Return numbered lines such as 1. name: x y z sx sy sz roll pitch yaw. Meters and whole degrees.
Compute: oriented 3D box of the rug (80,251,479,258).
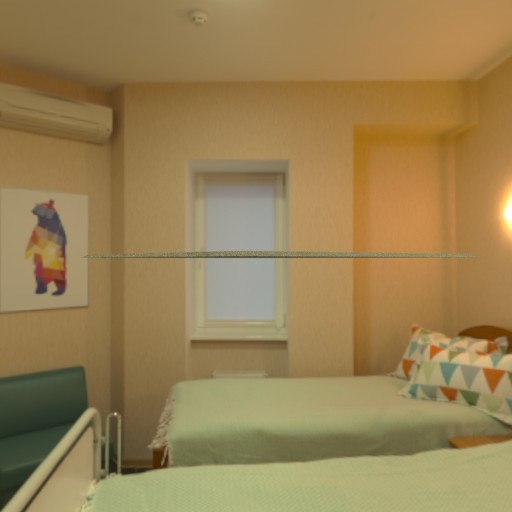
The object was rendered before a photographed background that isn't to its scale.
1. rug: 0.000 0.000 3.985 2.332 0.027 2.933 0 -1 -36
